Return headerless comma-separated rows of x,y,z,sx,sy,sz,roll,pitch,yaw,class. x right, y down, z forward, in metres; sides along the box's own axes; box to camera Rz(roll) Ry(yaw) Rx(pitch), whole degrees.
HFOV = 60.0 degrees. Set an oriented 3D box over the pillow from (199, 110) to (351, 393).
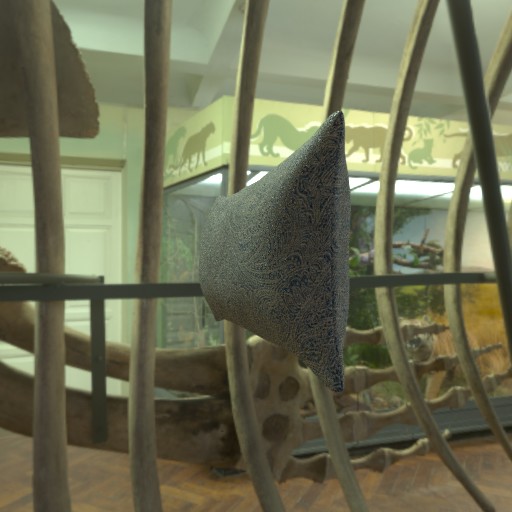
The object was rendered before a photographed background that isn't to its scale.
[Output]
0.000,0.000,0.750,0.151,0.295,0.615,0,-1,-17,pillow
